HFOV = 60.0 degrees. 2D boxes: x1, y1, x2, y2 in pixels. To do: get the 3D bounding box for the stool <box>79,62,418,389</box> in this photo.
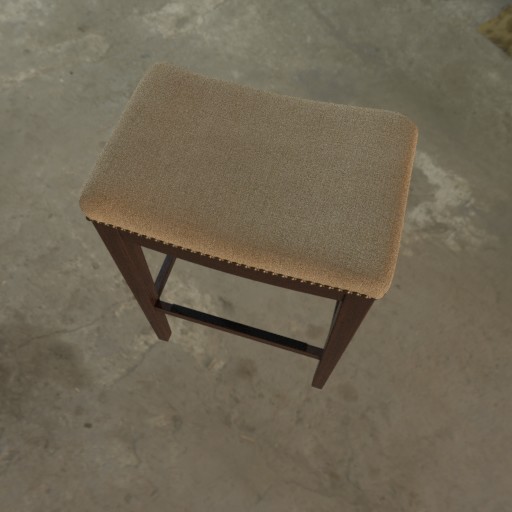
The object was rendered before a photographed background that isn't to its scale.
[{"bbox_3d":[0.000,0.000,1.047,0.509,0.768,0.363,15,65,7],"label":"stool"}]
